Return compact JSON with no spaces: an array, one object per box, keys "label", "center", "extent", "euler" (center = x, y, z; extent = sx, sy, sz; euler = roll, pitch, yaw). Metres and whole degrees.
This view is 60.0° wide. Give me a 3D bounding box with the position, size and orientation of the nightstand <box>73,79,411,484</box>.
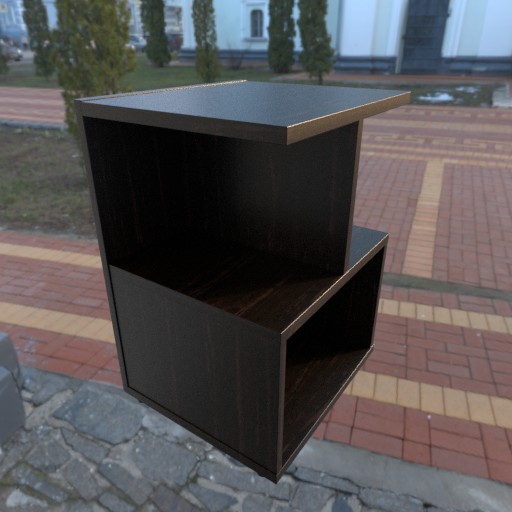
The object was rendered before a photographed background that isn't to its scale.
[{"label":"nightstand","center":[0.000,0.000,0.810],"extent":[0.356,0.559,0.400],"euler":[17,31,31]}]
